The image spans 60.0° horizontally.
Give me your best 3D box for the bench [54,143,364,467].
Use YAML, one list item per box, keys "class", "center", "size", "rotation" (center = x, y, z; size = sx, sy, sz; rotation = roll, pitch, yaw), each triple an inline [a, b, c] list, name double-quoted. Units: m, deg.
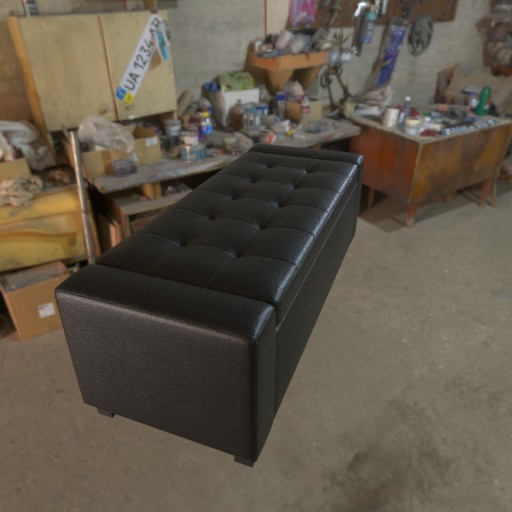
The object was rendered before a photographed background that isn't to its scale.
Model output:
- class: "bench"
  center: [0.000, 0.000, 1.552]
  size: [0.508, 0.445, 1.296]
  rotation: [11, 31, 18]
